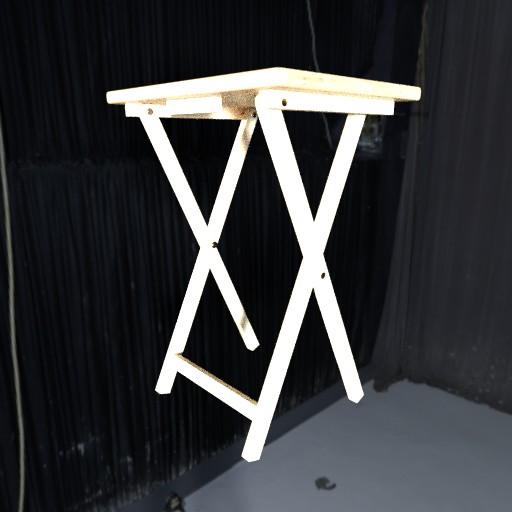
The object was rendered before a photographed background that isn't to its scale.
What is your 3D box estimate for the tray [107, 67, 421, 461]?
[{"bbox_3d":[0.000,0.000,0.937,0.381,0.660,0.483,-14,21,-41],"label":"tray"}]
